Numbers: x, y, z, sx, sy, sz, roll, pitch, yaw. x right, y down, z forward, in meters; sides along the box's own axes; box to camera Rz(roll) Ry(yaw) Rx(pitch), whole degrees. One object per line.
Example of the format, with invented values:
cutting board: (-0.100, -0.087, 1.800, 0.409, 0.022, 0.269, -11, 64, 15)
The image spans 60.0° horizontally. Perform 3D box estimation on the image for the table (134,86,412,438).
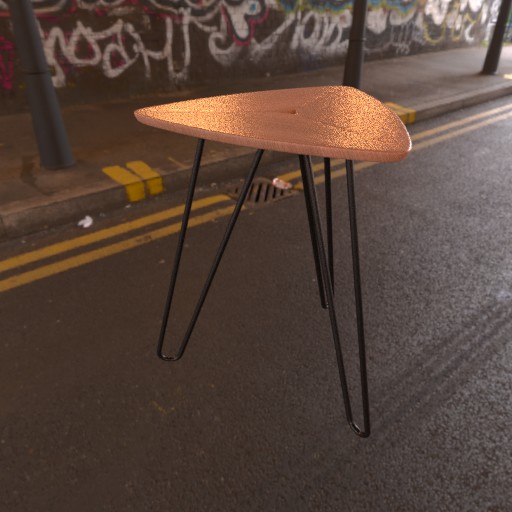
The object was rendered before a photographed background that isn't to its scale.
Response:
table: (0.000, 0.000, 0.881, 0.455, 0.564, 0.442, 0, 31, 0)
